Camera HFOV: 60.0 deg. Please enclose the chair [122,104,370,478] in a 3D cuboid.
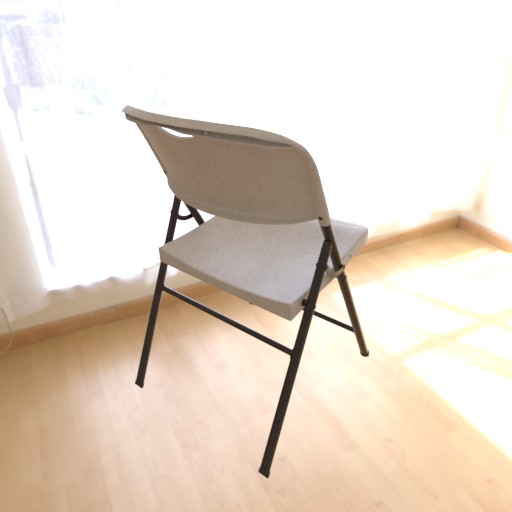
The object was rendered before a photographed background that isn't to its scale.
[{"bbox_3d":[0.000,0.000,1.167,0.494,0.810,0.566,21,36,33],"label":"chair"}]
